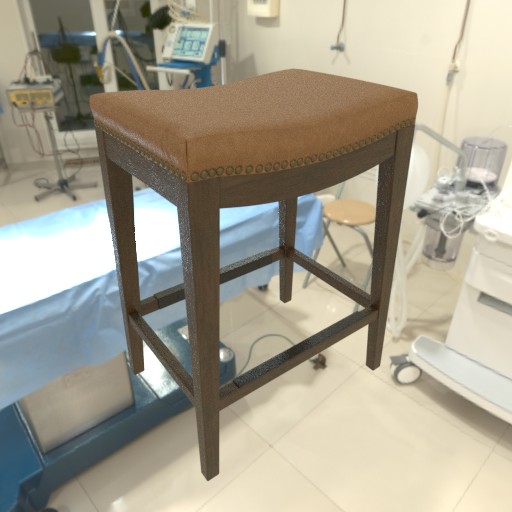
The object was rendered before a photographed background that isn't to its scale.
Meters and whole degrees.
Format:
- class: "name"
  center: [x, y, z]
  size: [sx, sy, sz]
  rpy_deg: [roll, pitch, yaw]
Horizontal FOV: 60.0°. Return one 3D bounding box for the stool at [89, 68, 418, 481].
- class: "stool"
  center: [0.000, 0.000, 0.925]
  size: [0.500, 0.660, 0.361]
  rpy_deg: [-21, 37, -31]
